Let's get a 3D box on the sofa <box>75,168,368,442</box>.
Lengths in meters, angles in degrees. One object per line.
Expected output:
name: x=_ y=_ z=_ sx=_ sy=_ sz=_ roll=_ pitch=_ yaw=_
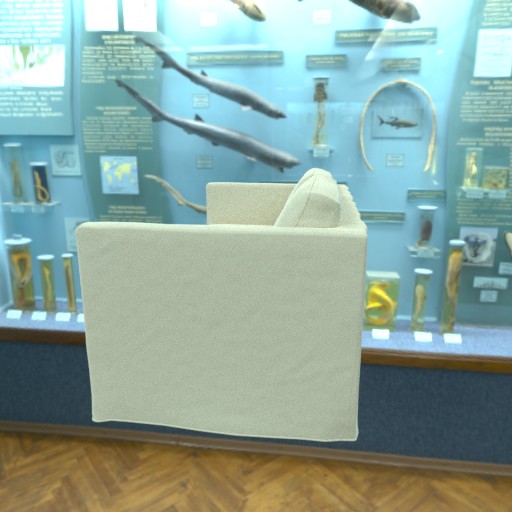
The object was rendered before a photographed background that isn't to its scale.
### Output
sofa: x=0.000 y=0.000 z=2.255 sx=0.962 sy=0.834 sz=1.746 roll=2 pitch=14 yaw=9
